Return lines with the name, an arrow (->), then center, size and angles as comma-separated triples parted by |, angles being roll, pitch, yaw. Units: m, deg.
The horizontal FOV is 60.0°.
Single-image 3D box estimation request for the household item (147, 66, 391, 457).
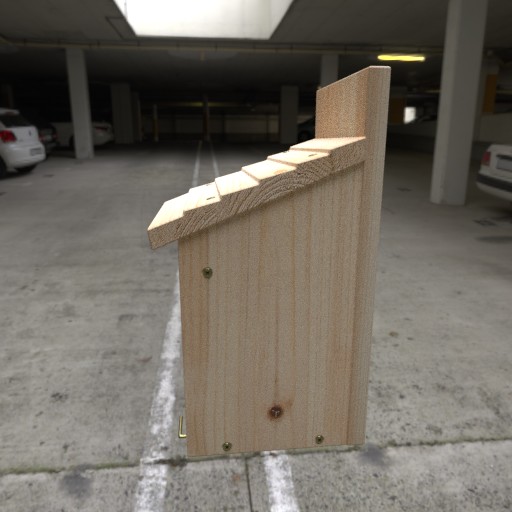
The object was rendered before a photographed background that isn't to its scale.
household item -> 0.000, 0.000, 0.401 | 0.171, 0.300, 0.149 | -2, 14, -6
